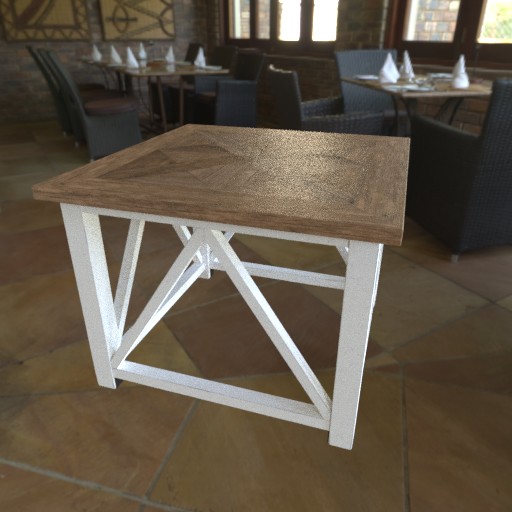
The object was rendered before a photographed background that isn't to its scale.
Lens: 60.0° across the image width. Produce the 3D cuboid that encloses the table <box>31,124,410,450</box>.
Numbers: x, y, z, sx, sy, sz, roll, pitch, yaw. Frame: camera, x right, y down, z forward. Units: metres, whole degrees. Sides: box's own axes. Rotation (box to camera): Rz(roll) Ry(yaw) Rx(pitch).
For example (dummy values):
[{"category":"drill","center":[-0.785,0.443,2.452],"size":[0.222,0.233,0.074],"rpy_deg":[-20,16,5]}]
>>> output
[{"category":"table","center":[0.000,0.000,1.188],"size":[0.700,0.532,0.700],"rpy_deg":[8,28,16]}]
